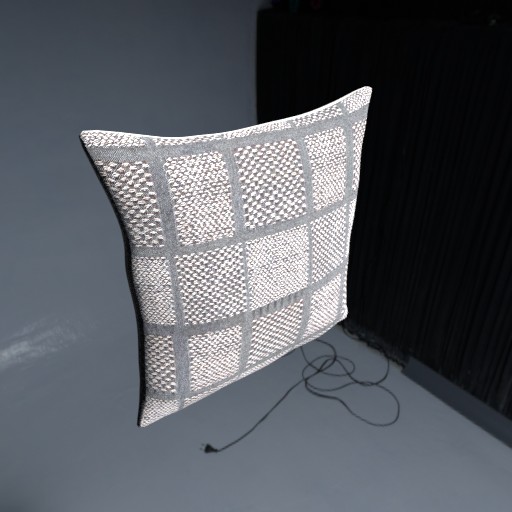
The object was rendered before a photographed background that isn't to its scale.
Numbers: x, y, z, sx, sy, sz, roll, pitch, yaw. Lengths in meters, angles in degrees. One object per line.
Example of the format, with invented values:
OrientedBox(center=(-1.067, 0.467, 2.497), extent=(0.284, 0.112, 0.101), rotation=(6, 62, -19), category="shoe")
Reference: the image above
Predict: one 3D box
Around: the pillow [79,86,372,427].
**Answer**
OrientedBox(center=(0.000, 0.000, 0.654), extent=(0.435, 0.432, 0.138), rotation=(-21, 36, -31), category="pillow")
